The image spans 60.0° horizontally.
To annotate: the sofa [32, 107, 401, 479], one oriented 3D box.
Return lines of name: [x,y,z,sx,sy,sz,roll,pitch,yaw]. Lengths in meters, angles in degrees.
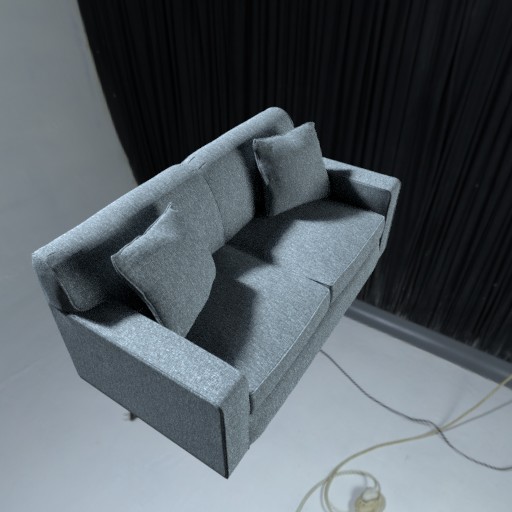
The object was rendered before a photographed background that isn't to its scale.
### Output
sofa: [0.000,0.000,2.402,0.998,0.958,1.846,23,45,25]
